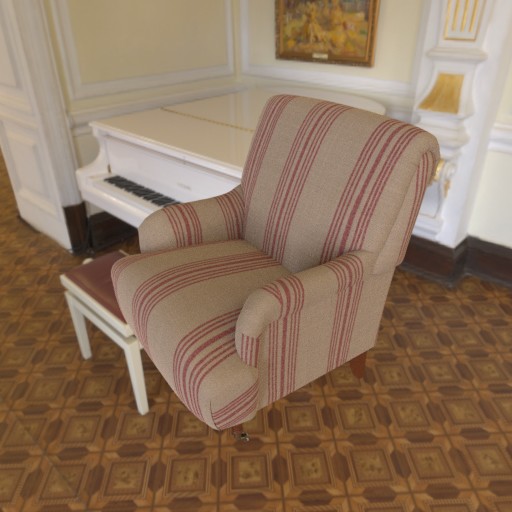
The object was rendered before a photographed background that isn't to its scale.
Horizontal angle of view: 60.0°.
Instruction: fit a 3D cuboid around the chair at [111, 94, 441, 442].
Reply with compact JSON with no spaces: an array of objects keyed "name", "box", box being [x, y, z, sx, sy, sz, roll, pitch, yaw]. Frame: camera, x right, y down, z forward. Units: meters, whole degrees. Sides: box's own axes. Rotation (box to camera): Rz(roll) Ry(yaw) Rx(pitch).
[{"name":"chair","box":[0.000,0.000,1.843,1.058,1.123,0.933,-19,35,-30]}]
